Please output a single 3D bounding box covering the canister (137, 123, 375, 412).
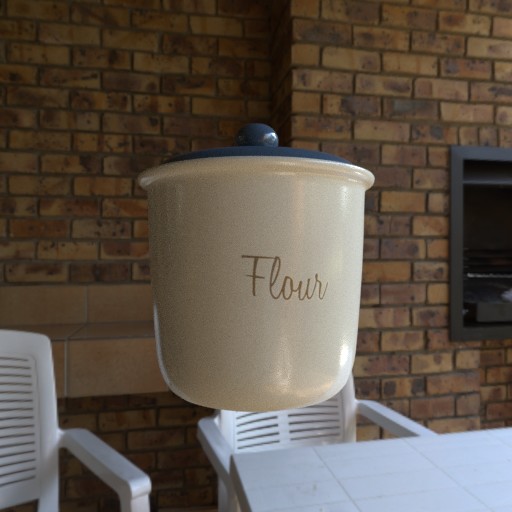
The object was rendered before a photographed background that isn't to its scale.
[{"bbox_3d":[0.000,0.000,0.352,0.182,0.208,0.182,0,0,0],"label":"canister"}]
